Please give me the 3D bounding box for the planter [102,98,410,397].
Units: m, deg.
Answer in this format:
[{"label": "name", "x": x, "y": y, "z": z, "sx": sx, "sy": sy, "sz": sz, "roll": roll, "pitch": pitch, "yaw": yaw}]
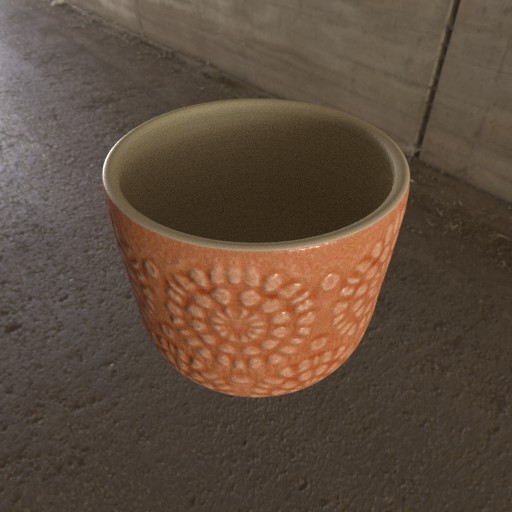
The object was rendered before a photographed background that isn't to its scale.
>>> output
[{"label": "planter", "x": 0.000, "y": 0.000, "z": 0.216, "sx": 0.124, "sy": 0.109, "sz": 0.124, "roll": 0, "pitch": 41, "yaw": 0}]
